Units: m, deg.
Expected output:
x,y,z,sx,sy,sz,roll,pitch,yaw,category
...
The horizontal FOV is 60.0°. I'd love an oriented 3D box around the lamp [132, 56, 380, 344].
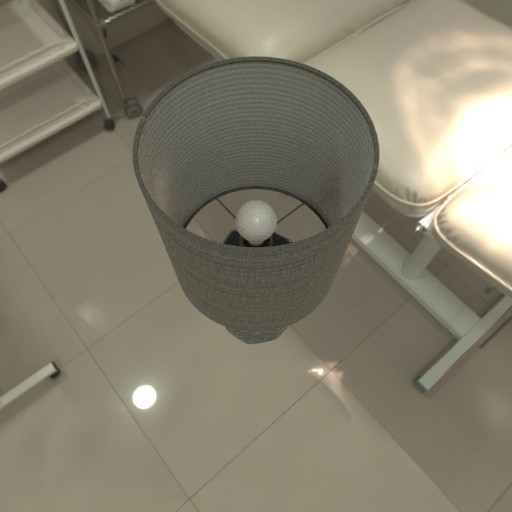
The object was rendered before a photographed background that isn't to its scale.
x,y,z,sx,sy,sz,roll,pitch,yaw,category
0.000,0.000,0.739,0.269,0.566,0.268,-37,69,-17,lamp
